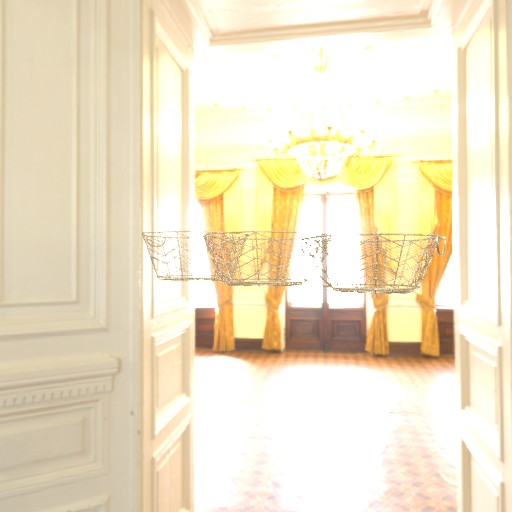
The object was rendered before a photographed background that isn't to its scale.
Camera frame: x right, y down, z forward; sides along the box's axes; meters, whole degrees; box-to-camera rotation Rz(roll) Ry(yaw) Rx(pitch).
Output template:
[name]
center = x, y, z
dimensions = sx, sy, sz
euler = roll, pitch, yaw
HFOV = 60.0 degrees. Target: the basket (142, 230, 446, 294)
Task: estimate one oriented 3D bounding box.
[basket]
center = 0.000, 0.000, 1.410
dimensions = 0.432, 0.178, 1.246
euler = 1, -1, -36
